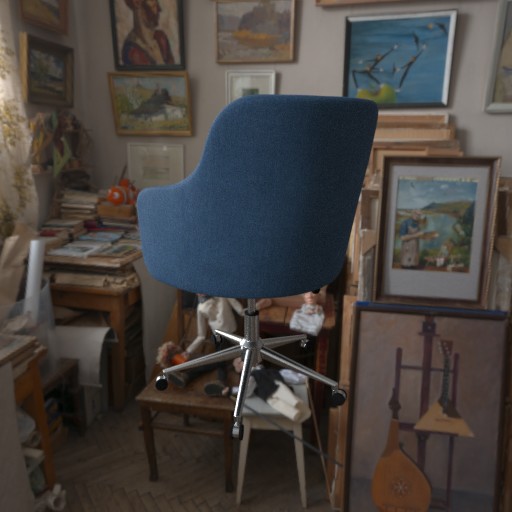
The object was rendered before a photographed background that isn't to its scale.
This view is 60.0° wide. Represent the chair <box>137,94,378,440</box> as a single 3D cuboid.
[{"bbox_3d":[0.000,0.000,1.259,0.599,0.820,0.655,-8,17,-26],"label":"chair"}]
